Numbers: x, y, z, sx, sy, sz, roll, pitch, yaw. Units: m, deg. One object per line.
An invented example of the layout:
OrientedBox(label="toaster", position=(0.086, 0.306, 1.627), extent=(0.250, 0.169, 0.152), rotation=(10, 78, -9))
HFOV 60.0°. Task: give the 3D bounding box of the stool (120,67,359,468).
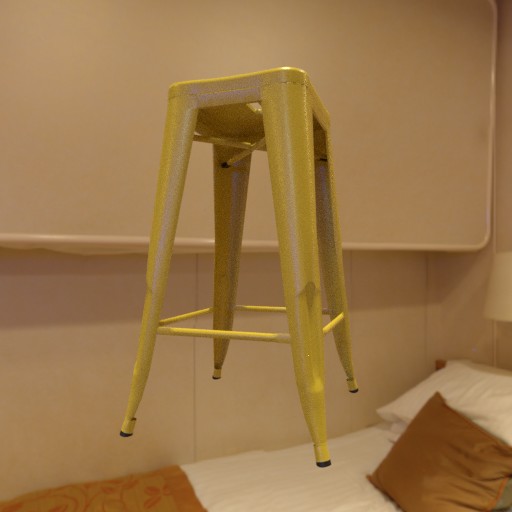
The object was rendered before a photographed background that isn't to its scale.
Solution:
OrientedBox(label="stool", position=(0.000, 0.000, 0.873), extent=(0.359, 0.609, 0.399), rotation=(0, 0, 19))
